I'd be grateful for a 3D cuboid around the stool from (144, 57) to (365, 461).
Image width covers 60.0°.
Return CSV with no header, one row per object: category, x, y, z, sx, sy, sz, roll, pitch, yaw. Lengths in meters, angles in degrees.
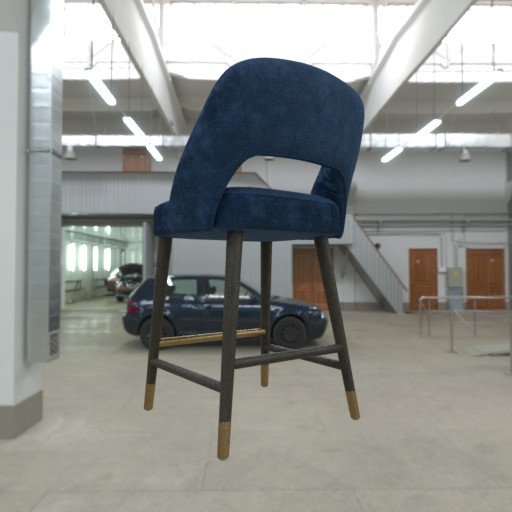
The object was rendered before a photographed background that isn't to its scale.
stool,0.000,0.000,1.277,0.536,0.925,0.524,1,-2,-36
